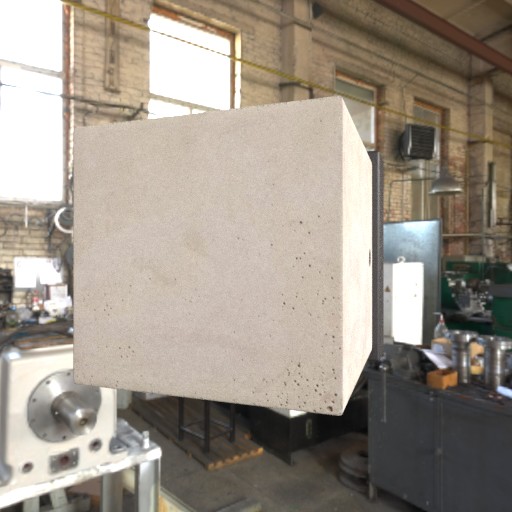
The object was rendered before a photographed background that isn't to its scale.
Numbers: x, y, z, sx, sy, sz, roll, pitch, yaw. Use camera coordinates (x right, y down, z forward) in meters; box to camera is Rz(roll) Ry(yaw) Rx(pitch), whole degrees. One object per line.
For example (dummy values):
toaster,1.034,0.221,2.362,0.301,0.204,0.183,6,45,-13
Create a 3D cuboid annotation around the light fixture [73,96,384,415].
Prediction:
light fixture,0.000,0.000,0.234,0.121,0.121,0.143,0,0,20
